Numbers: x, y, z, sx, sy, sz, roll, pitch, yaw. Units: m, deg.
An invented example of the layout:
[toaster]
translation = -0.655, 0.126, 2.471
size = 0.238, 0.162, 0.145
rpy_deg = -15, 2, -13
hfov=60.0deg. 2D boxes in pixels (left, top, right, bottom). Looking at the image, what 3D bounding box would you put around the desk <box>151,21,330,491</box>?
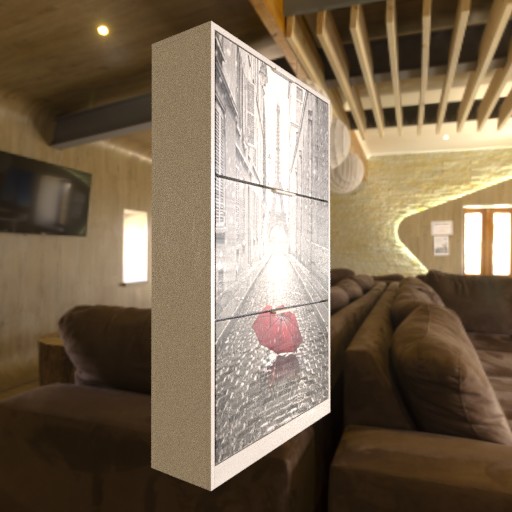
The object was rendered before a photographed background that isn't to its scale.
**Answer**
[desk]
translation = 0.000, 0.000, 1.577
size = 0.250, 1.280, 0.750
rpy_deg = 0, 0, 35
